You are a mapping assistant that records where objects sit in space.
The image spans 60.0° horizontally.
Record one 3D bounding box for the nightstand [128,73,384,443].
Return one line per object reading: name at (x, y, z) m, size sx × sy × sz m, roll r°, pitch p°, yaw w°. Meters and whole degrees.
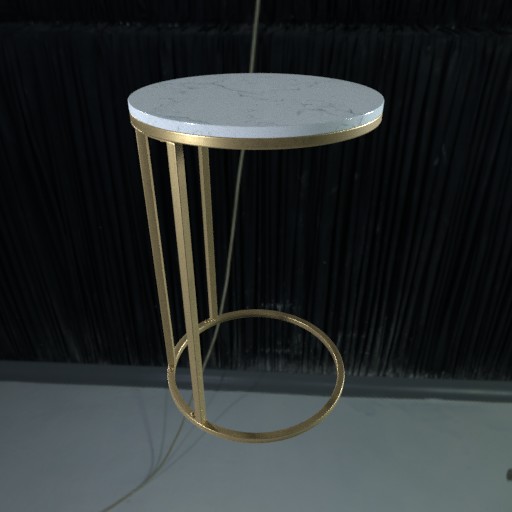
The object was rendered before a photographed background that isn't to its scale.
nightstand at (0.000, 0.000, 0.870) m, size 0.400 × 0.610 × 0.400 m, roll 0°, pitch 31°, yaw 0°
